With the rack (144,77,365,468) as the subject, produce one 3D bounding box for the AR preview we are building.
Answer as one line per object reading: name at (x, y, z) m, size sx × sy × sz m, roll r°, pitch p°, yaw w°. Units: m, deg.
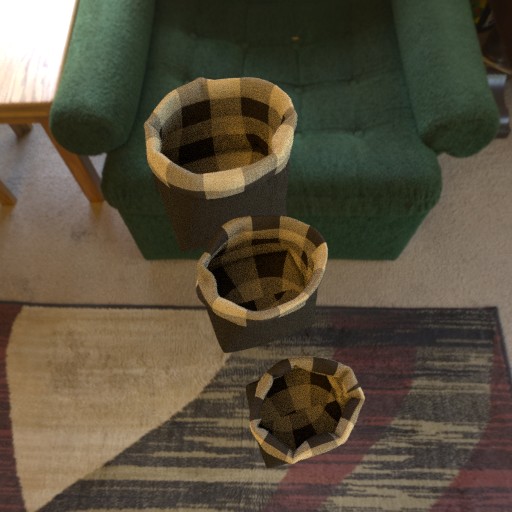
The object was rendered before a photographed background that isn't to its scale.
rack at (0.000, 0.000, 1.044) m, size 0.370 × 0.329 × 0.889 m, roll -16°, pitch 66°, yaw -7°
